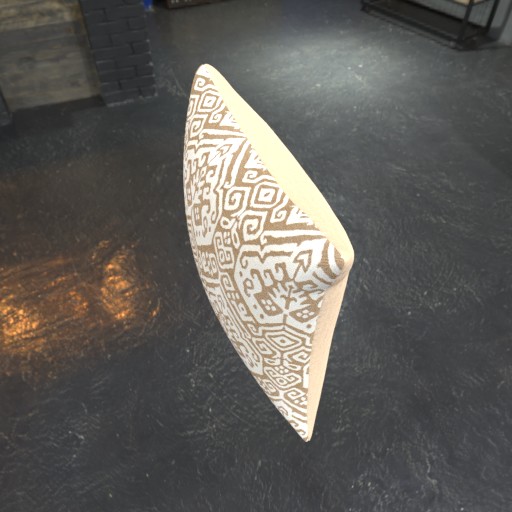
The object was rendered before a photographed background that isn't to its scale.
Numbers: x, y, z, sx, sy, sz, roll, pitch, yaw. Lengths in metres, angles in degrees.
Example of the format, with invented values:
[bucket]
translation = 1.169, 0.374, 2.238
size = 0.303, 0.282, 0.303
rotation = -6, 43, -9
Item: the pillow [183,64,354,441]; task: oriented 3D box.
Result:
[pillow]
translation = 0.000, 0.000, 0.653
size = 0.173, 0.407, 0.419
rotation = -16, 49, -14
